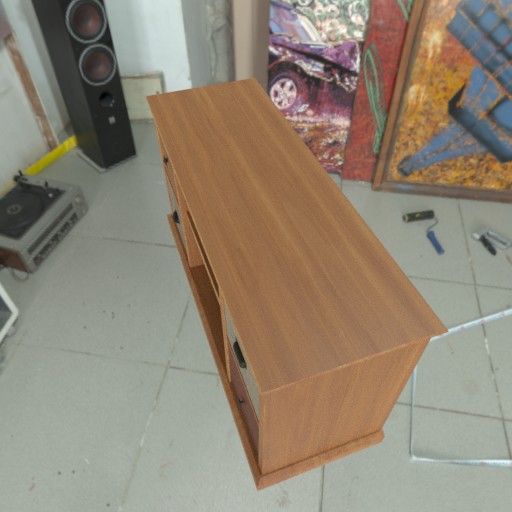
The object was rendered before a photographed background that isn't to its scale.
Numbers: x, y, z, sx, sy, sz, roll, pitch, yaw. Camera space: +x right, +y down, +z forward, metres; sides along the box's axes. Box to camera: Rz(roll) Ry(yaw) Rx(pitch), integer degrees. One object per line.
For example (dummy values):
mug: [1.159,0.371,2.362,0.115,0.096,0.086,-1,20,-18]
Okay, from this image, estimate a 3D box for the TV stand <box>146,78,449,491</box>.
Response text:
TV stand: [0.000,0.000,1.455,0.417,0.607,1.181,-15,49,-13]
